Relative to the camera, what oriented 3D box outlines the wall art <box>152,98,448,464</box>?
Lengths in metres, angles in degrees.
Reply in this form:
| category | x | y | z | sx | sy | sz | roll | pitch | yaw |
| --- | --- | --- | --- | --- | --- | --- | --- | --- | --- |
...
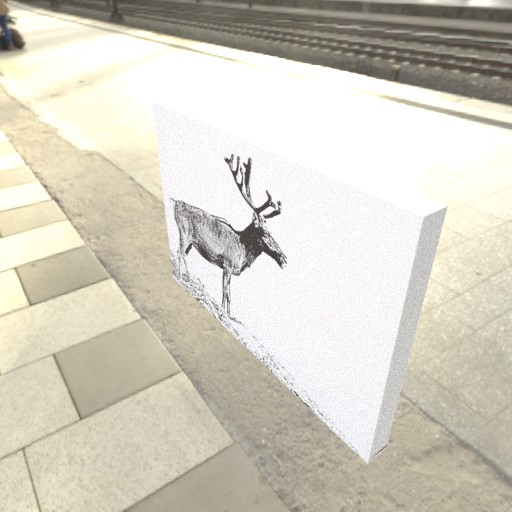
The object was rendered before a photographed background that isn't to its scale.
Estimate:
| category | x | y | z | sx | sy | sz | roll | pitch | yaw |
| --- | --- | --- | --- | --- | --- | --- | --- | --- | --- |
| wall art | 0.000 | 0.000 | 0.766 | 0.042 | 0.414 | 0.608 | -22 | 38 | -31 |
